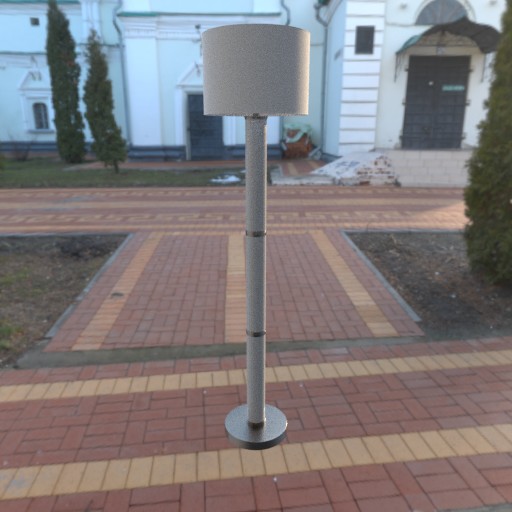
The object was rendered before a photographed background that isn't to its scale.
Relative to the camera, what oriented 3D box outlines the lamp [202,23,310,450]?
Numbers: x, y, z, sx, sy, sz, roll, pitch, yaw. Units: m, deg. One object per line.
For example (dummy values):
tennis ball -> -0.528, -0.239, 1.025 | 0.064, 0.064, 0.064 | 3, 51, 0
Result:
lamp -> 0.000, 0.000, 1.755 | 0.377, 1.599, 0.377 | 3, 16, 10
